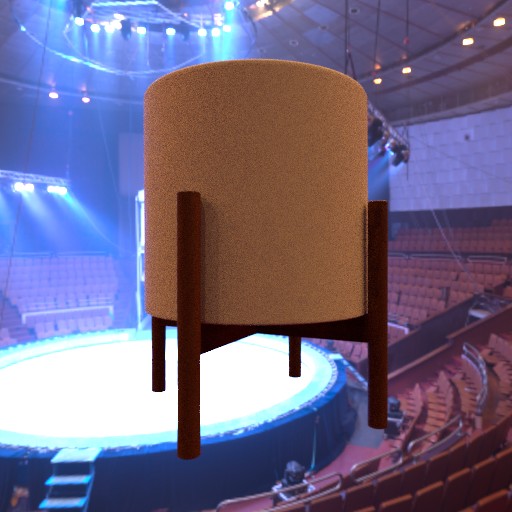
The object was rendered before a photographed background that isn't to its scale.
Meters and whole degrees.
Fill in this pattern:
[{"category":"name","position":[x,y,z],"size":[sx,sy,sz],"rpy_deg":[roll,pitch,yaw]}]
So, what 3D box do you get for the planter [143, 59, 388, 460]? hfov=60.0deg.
[{"category":"planter","position":[0.000,0.000,0.856],"size":[0.421,0.581,0.420],"rpy_deg":[0,0,-17]}]
